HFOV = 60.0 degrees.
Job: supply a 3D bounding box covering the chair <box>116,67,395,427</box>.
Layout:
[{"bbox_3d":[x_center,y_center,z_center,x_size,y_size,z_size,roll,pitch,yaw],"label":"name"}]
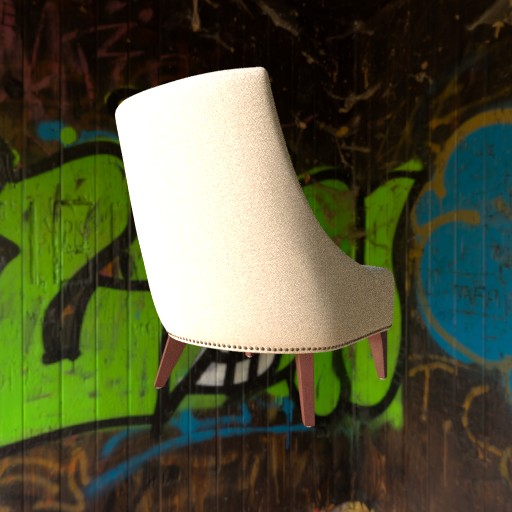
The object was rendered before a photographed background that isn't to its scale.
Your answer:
[{"bbox_3d":[0.000,0.000,1.494,0.701,0.909,0.861,0,1,35],"label":"chair"}]
